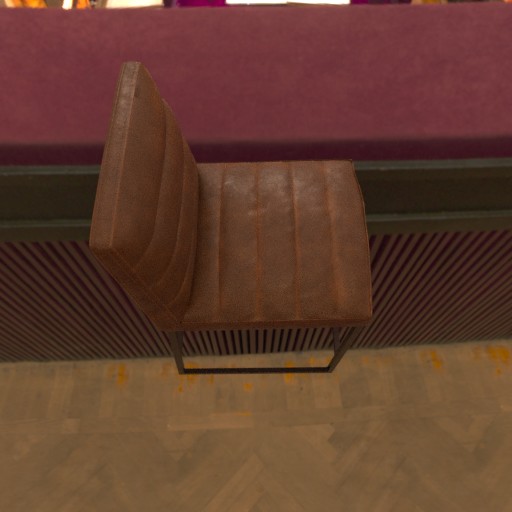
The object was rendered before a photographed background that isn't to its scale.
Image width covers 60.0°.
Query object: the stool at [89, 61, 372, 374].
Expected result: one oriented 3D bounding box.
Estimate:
[{"bbox_3d":[0.000,0.000,1.216,0.562,0.942,0.463,-1,63,0],"label":"stool"}]
